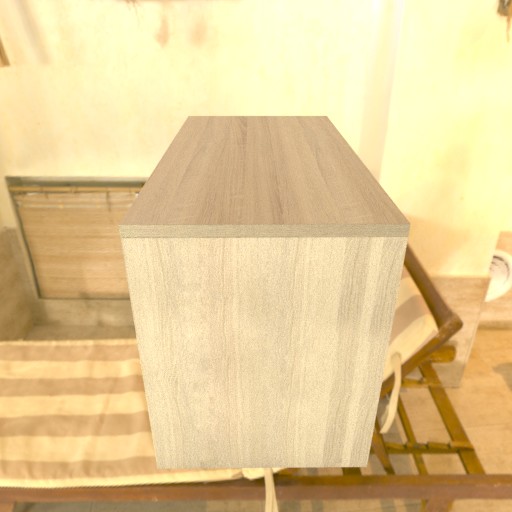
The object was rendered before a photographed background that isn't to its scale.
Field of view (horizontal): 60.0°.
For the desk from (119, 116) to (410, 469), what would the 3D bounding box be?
[{"bbox_3d":[0.000,0.000,1.529,0.600,0.731,1.100,0,28,0],"label":"desk"}]
